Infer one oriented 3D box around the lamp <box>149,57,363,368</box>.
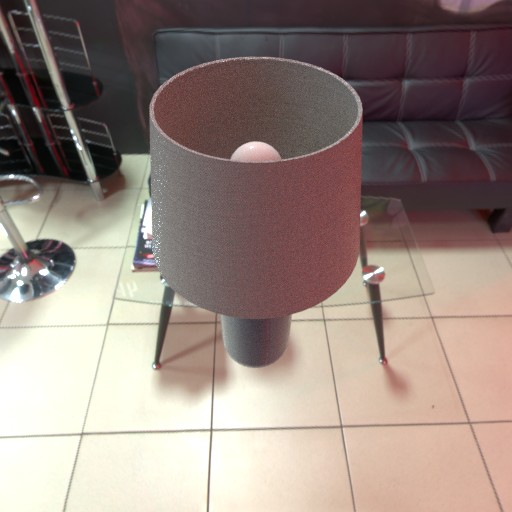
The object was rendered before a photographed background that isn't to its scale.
[{"bbox_3d":[0.000,0.000,0.575,0.253,0.428,0.253,0,47,0],"label":"lamp"}]
